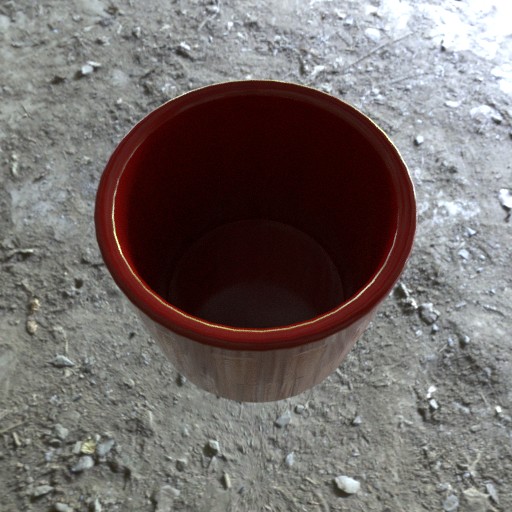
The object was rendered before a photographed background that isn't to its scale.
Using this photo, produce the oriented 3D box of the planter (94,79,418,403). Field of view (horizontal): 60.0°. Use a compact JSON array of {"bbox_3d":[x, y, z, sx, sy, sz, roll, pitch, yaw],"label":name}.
[{"bbox_3d":[0.000,0.000,0.403,0.230,0.202,0.230,0,63,0],"label":"planter"}]
